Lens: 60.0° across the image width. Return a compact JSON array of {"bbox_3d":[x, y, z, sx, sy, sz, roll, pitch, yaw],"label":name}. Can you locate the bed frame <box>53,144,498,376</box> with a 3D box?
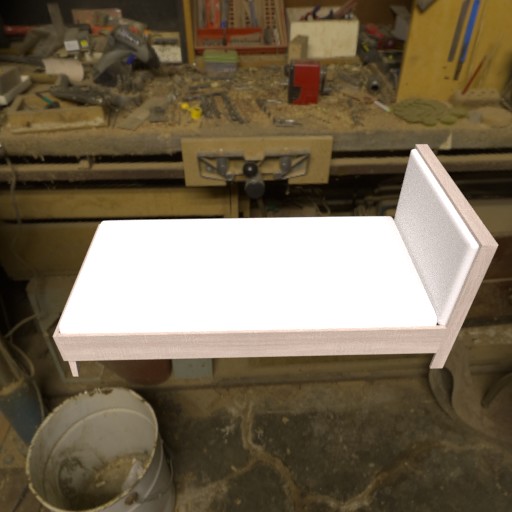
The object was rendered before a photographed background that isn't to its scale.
[{"bbox_3d":[0.000,0.000,2.632,2.140,0.920,0.990,-1,40,-1],"label":"bed frame"}]
